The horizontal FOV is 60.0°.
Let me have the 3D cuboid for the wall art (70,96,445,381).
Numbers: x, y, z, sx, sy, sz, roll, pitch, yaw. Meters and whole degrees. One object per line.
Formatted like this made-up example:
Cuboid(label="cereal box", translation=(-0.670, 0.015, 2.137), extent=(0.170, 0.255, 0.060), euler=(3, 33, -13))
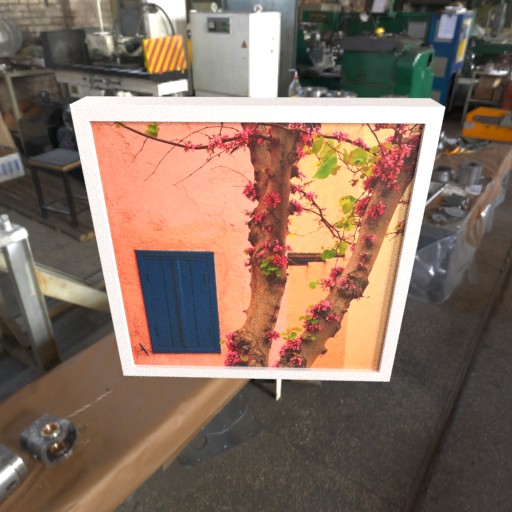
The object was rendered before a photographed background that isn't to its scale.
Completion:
Cuboid(label="wall art", translation=(0.000, 0.000, 0.450), extent=(0.305, 0.302, 0.038), euler=(1, 30, 2))
